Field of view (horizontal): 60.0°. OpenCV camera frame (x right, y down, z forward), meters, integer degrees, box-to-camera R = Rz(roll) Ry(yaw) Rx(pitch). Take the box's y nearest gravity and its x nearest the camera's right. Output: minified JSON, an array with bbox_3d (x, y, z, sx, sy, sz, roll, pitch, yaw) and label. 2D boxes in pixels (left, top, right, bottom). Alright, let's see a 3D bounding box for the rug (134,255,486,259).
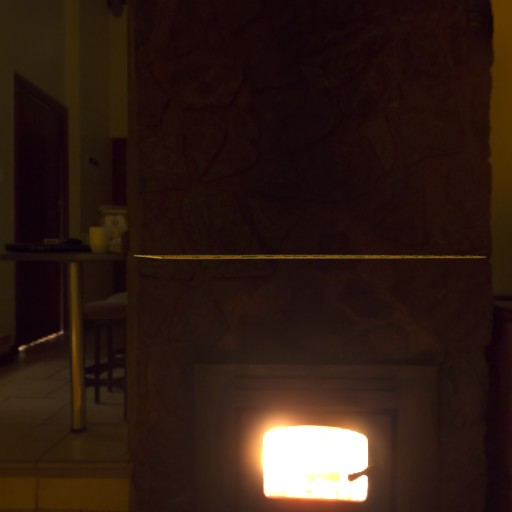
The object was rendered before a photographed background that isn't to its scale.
[{"bbox_3d":[0.000,0.000,3.043,1.520,0.011,2.447,0,0,-18],"label":"rug"}]
